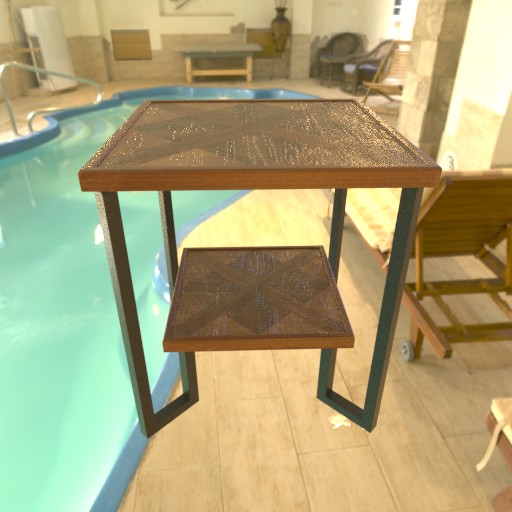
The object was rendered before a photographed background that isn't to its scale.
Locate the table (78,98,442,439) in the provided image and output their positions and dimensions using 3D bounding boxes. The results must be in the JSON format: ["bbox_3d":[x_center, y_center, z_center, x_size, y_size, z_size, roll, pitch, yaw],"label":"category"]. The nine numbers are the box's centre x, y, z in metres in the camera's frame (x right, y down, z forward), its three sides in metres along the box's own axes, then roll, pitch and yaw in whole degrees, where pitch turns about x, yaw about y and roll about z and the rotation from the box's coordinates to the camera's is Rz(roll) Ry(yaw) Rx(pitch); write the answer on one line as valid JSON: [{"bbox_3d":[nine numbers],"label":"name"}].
[{"bbox_3d":[0.000,0.000,0.965,0.503,0.563,0.503,-1,30,-2],"label":"table"}]
